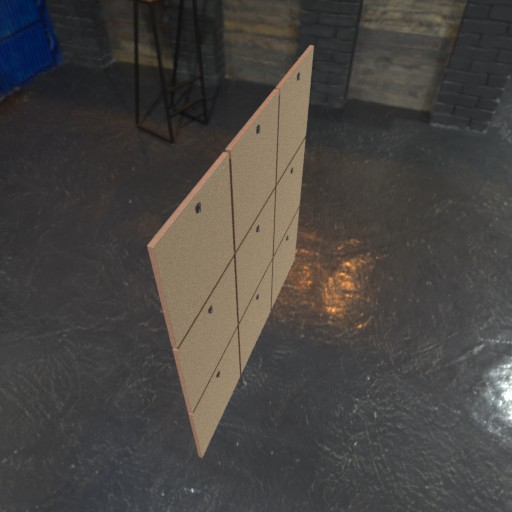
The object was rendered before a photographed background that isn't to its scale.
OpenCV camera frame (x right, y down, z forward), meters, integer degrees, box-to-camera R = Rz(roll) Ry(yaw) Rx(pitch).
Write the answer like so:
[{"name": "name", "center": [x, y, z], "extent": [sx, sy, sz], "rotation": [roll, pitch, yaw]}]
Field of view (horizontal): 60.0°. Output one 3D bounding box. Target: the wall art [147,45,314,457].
[{"name": "wall art", "center": [0.000, 0.000, 1.328], "extent": [0.018, 0.904, 0.906], "rotation": [16, 48, 15]}]
